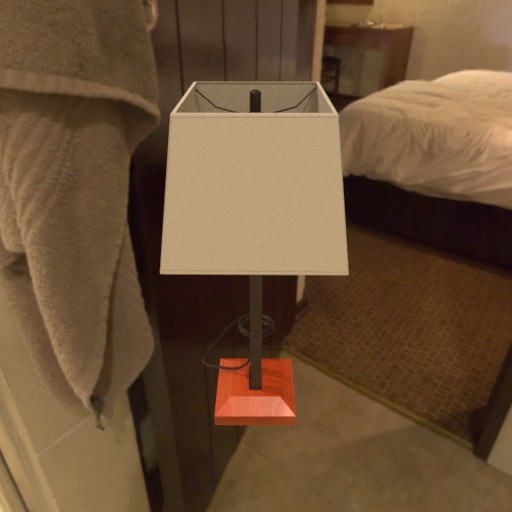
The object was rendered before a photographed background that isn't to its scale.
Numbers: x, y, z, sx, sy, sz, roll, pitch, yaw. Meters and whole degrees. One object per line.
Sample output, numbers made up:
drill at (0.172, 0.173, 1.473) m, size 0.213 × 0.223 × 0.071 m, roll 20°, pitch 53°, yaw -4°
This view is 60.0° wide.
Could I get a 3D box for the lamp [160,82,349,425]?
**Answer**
lamp at (0.000, 0.000, 0.994) m, size 0.310 × 0.737 × 0.498 m, roll 0°, pitch 31°, yaw 1°
